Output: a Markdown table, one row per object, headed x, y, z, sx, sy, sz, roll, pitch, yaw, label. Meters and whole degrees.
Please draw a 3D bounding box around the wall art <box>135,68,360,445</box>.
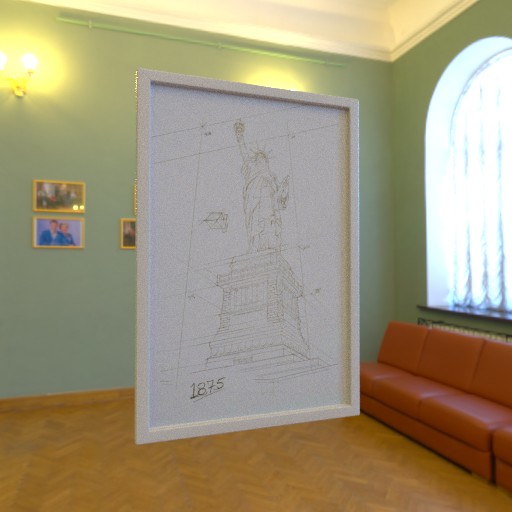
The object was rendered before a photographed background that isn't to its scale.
| x | y | z | sx | sy | sz | roll | pitch | yaw | label |
| --- | --- | --- | --- | --- | --- | --- | --- | --- | --- |
| 0.000 | 0.000 | 1.059 | 0.556 | 0.813 | 0.026 | 0 | -1 | -20 | wall art |
